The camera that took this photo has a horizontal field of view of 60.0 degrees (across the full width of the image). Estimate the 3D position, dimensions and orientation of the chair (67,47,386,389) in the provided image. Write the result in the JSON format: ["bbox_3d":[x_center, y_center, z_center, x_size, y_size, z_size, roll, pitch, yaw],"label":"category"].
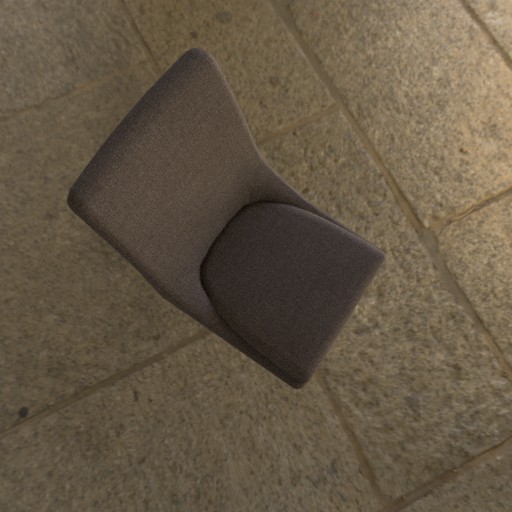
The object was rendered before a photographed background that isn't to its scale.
[{"bbox_3d":[0.000,0.000,1.326,0.655,0.952,0.508,33,78,8],"label":"chair"}]
